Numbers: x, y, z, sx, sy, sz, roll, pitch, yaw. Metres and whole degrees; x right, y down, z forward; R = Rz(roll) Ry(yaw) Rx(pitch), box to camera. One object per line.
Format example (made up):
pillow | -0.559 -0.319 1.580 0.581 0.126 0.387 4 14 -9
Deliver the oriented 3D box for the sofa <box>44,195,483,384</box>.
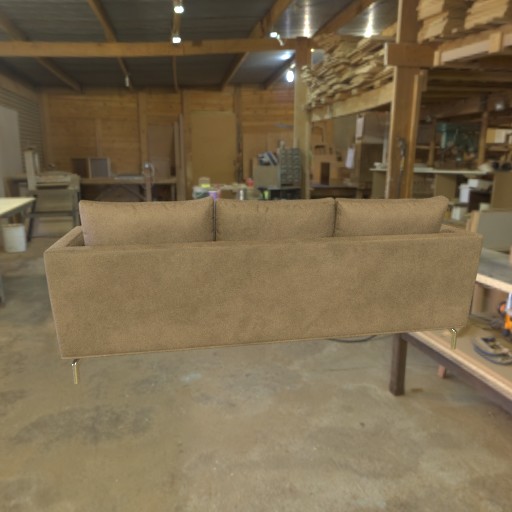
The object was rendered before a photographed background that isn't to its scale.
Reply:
sofa | 0.000 0.000 3.210 2.438 0.987 1.622 -2 13 -11
